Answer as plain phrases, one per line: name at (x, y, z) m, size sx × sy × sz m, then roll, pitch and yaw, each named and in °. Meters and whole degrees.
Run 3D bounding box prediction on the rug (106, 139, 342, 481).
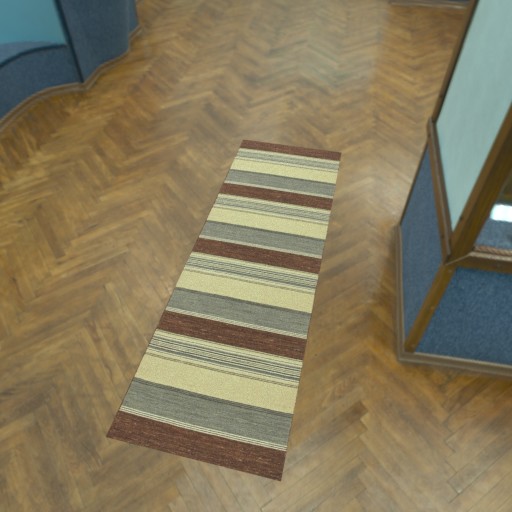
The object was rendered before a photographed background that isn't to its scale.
rug at (0.000, 0.000, 2.709) m, size 0.792 × 0.006 × 2.437 m, roll 10°, pitch 48°, yaw 9°
